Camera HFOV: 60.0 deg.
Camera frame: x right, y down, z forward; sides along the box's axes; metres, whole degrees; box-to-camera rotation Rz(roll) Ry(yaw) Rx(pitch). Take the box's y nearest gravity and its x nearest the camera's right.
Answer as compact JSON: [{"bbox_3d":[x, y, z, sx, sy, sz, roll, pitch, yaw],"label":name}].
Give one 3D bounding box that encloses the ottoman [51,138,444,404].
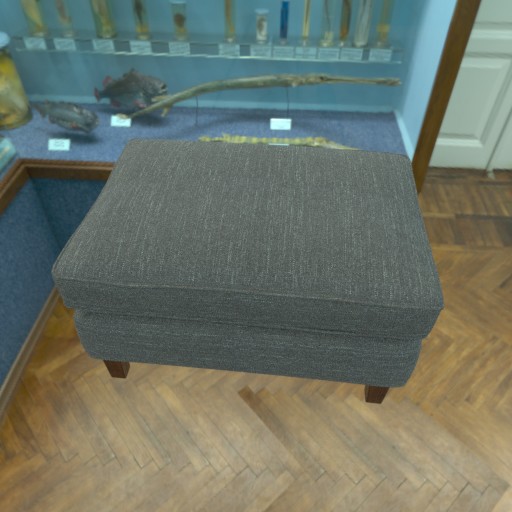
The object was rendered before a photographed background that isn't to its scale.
[{"bbox_3d":[0.000,0.000,0.997,0.686,0.406,0.508,4,45,4],"label":"ottoman"}]
